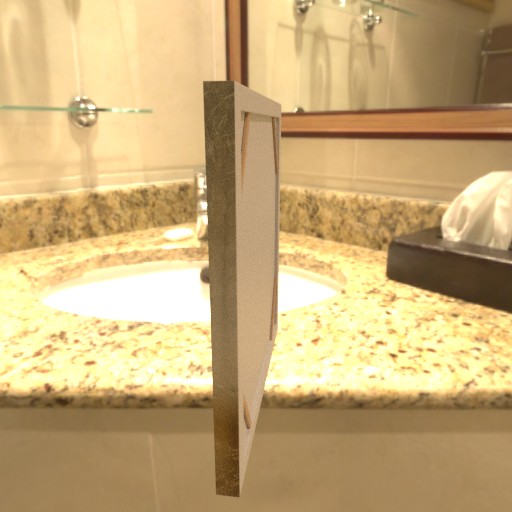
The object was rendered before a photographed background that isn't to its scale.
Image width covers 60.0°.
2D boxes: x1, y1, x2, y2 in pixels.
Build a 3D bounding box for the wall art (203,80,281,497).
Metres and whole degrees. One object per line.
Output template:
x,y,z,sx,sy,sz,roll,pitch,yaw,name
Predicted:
0.000,0.000,0.900,0.038,0.610,0.610,2,17,8,wall art
